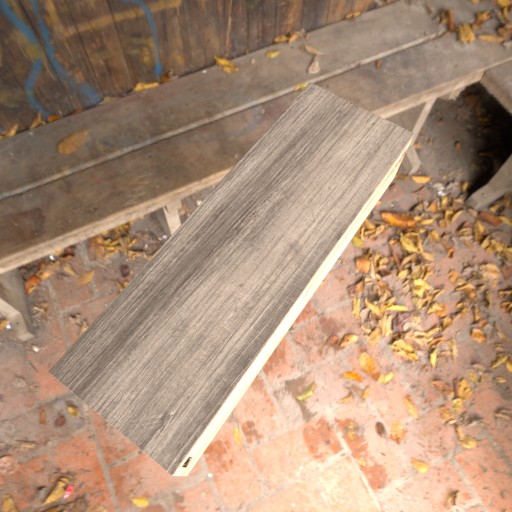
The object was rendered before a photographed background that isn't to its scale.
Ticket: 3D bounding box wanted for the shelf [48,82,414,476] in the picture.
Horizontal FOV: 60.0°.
[{"bbox_3d":[0.000,0.000,0.690,0.200,0.125,0.610,32,68,15],"label":"shelf"}]
